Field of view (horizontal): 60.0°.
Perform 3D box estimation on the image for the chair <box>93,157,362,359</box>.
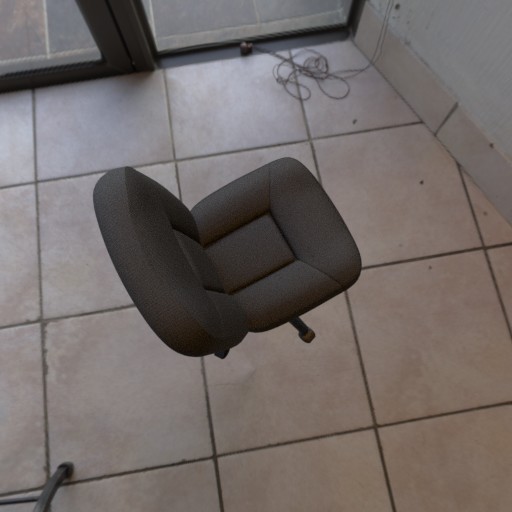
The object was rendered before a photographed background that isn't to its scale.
[{"bbox_3d":[0.000,0.000,1.336,0.610,0.972,0.610,-27,77,-7],"label":"chair"}]
